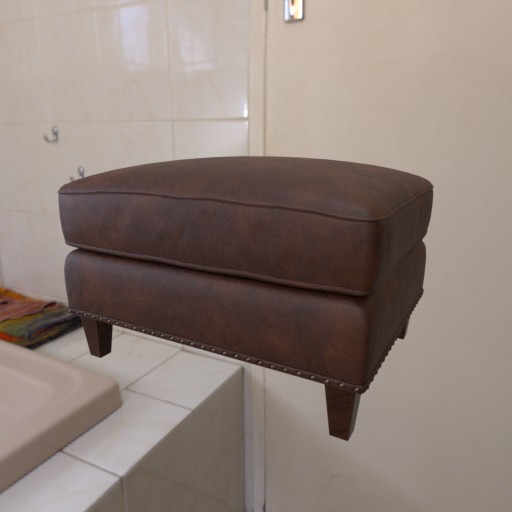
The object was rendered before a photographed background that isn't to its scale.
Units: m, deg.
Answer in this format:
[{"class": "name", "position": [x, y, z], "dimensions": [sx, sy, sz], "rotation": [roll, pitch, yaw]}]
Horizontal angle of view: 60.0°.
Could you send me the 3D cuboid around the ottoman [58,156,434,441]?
[{"class": "ottoman", "position": [0.000, 0.000, 1.113], "dimensions": [0.742, 0.486, 0.586], "rotation": [8, 17, 28]}]
